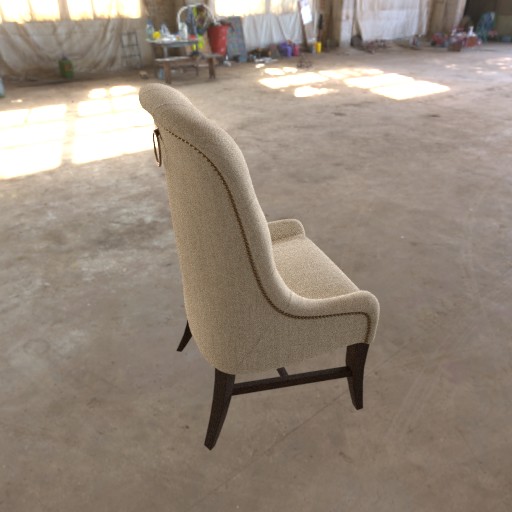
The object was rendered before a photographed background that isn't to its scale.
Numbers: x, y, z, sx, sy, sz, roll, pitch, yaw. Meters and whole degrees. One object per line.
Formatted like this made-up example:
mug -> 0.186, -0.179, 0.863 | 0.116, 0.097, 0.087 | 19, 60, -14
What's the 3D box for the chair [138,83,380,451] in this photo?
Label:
chair -> 0.000, 0.000, 1.479 | 0.629, 1.091, 0.634 | -10, 32, -17
